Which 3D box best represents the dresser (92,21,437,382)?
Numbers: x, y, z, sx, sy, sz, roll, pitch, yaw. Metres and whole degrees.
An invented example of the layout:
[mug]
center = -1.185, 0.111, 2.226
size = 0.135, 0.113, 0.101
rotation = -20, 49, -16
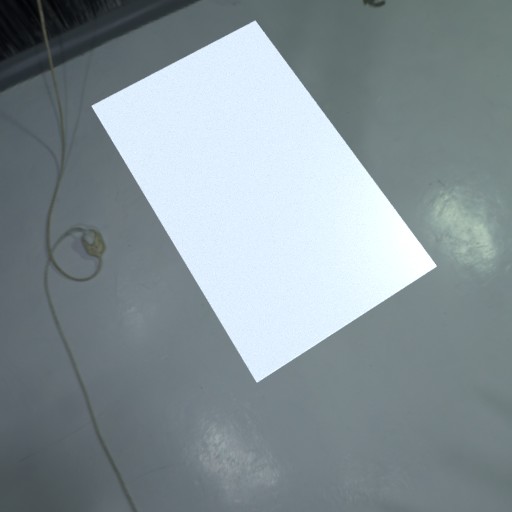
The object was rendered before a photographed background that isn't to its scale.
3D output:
[dresser]
center = 0.000, 0.000, 1.453
size = 0.400, 1.190, 0.650
rotation = -31, 78, -7
